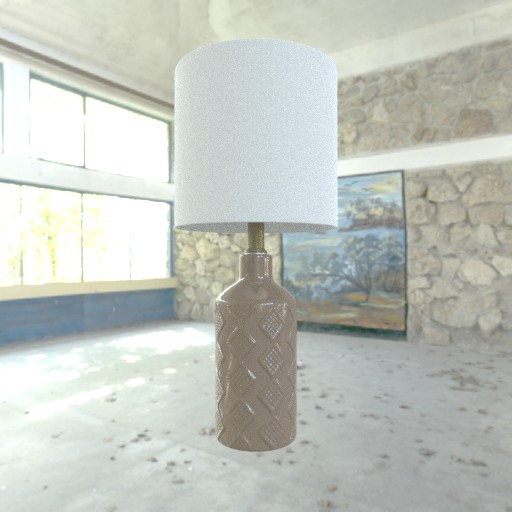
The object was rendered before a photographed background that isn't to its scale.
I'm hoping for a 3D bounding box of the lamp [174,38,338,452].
[{"bbox_3d":[0.000,0.000,0.571,0.207,0.461,0.207,0,0,36],"label":"lamp"}]
